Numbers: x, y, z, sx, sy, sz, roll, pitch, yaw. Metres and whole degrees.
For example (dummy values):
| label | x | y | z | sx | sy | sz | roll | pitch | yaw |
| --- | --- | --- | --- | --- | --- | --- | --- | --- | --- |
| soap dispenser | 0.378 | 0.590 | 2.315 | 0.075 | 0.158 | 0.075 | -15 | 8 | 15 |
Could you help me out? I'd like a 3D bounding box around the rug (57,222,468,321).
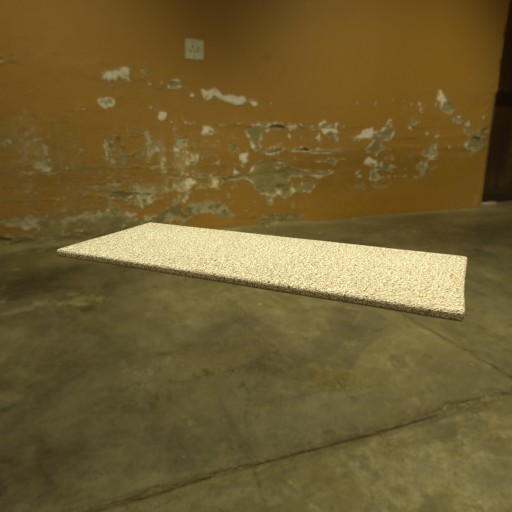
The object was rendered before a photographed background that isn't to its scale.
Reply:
| label | x | y | z | sx | sy | sz | roll | pitch | yaw |
| --- | --- | --- | --- | --- | --- | --- | --- | --- | --- |
| rug | 0.000 | 0.000 | 1.763 | 1.524 | 0.030 | 0.609 | 7 | 18 | 24 |
